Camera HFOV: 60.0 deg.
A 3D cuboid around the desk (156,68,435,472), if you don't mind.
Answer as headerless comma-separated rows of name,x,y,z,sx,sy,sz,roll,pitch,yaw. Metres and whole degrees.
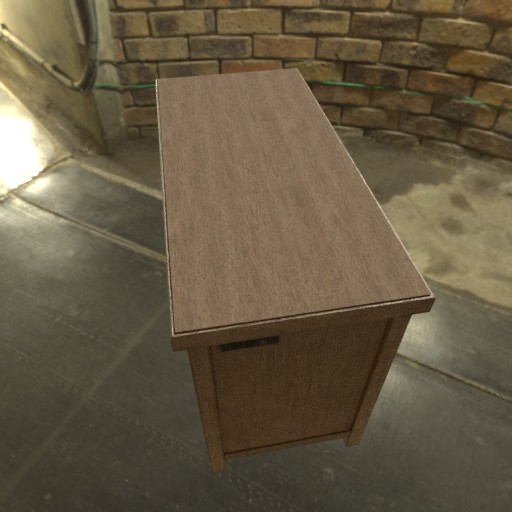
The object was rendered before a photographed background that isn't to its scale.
desk,0.000,0.000,1.748,0.610,0.912,1.289,-7,46,-7
